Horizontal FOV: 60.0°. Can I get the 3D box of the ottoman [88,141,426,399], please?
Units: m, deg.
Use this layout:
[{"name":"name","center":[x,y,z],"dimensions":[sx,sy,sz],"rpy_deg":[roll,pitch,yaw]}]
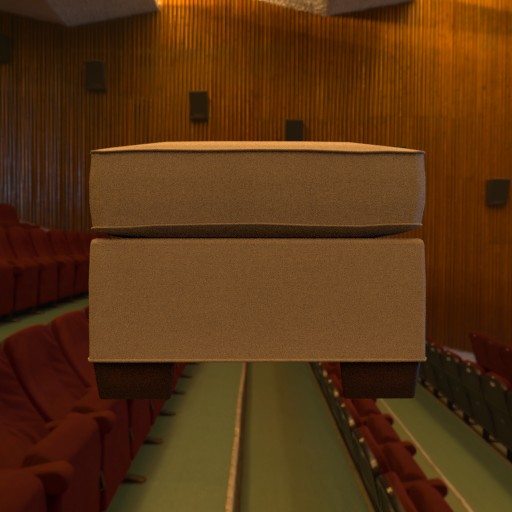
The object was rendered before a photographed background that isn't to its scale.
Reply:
[{"name":"ottoman","center":[0.000,0.000,1.205],"dimensions":[0.617,0.503,0.846],"rpy_deg":[0,1,0]}]
